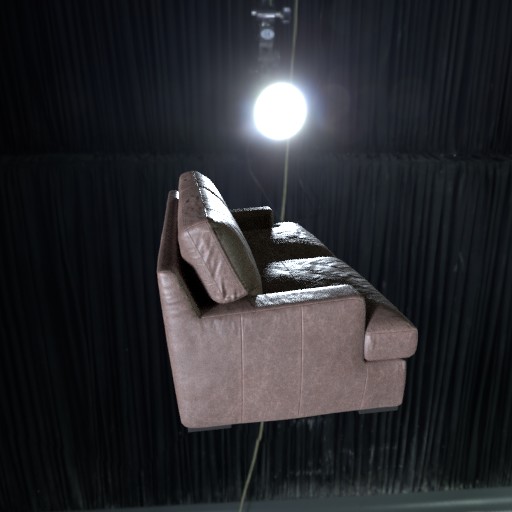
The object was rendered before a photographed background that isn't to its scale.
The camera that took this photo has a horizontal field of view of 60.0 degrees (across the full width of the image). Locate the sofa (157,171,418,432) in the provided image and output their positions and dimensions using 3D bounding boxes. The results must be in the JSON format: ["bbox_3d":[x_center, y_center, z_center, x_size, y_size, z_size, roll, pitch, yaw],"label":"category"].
[{"bbox_3d":[0.000,0.000,2.896,1.143,0.941,2.261,-3,17,-9],"label":"sofa"}]
